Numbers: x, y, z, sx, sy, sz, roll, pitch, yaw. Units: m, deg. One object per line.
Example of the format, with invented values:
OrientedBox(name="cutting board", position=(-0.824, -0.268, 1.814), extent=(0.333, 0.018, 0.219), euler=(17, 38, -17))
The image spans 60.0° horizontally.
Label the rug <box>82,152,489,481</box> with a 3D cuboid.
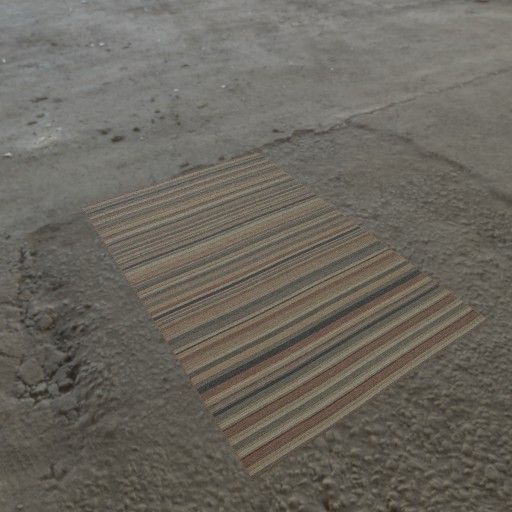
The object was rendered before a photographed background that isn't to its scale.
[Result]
OrientedBox(name="rug", position=(0.000, 0.000, 2.241), extent=(1.219, 0.008, 1.829), euler=(-23, 46, -24))
